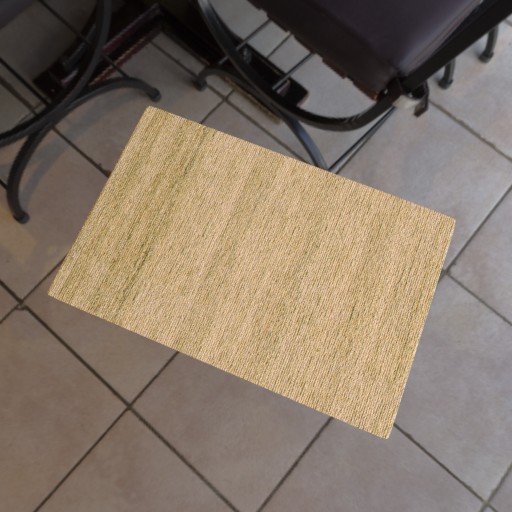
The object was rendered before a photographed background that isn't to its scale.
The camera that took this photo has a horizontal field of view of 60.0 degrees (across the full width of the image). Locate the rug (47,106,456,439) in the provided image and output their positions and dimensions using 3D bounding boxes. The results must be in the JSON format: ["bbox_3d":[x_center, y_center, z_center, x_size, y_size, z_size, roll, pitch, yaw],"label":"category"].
[{"bbox_3d":[0.000,0.000,2.223,1.758,0.010,1.143,22,76,6],"label":"rug"}]
